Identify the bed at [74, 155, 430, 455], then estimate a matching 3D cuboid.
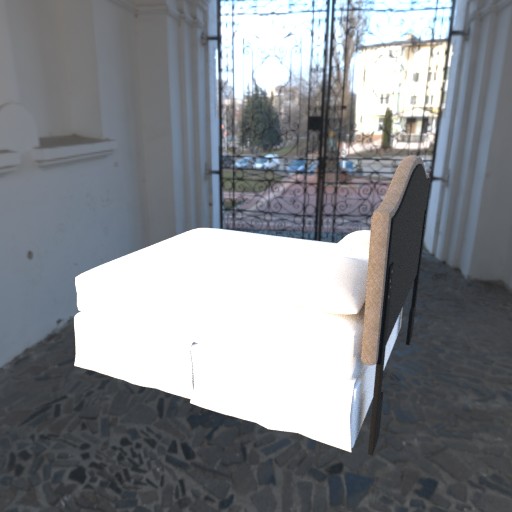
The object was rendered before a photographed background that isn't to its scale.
[{"bbox_3d":[0.000,0.000,3.258,2.153,1.518,1.713,8,19,25],"label":"bed"}]
